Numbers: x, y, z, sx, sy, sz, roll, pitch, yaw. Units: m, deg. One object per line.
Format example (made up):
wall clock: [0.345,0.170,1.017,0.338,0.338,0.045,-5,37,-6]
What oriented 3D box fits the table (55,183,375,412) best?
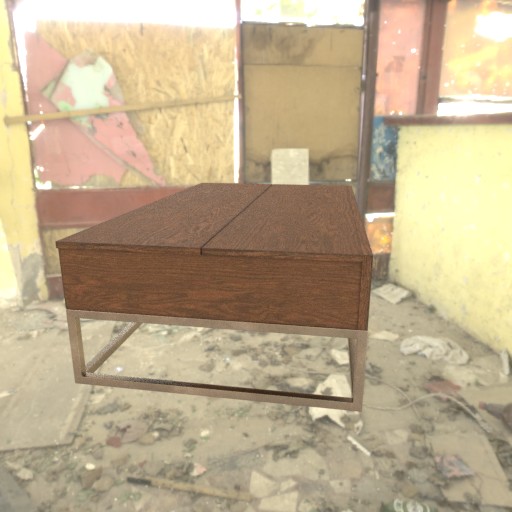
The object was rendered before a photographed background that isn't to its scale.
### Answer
table: [0.000,0.000,1.542,0.719,0.361,1.167,3,16,9]
